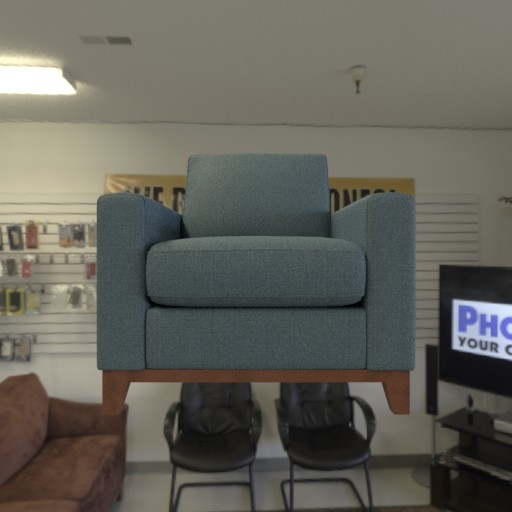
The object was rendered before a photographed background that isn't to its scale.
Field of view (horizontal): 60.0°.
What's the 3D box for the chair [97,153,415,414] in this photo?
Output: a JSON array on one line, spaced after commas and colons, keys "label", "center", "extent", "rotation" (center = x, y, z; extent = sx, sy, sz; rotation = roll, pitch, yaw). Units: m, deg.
[{"label": "chair", "center": [0.000, 0.000, 1.883], "extent": [1.024, 1.010, 1.038], "rotation": [0, 0, 0]}]
